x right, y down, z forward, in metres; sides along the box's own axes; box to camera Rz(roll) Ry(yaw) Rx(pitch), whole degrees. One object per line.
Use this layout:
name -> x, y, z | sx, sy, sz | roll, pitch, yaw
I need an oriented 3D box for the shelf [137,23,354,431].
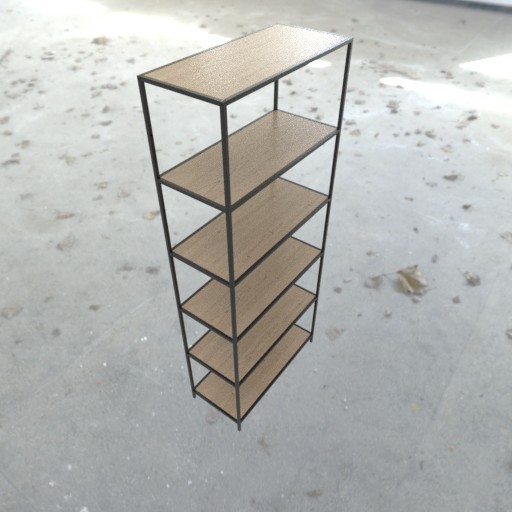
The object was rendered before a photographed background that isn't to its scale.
shelf -> 0.000, 0.000, 2.139 | 0.350, 1.850, 0.770 | 26, 48, 27
